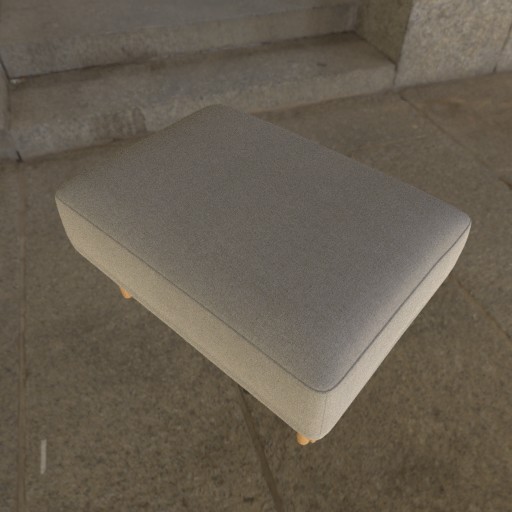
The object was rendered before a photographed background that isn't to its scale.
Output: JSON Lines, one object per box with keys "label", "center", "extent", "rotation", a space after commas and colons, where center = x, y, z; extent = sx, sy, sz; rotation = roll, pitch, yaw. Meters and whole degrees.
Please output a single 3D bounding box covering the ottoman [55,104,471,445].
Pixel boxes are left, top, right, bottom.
{"label": "ottoman", "center": [0.000, 0.000, 1.047], "extent": [0.749, 0.428, 0.549], "rotation": [32, 54, 27]}
